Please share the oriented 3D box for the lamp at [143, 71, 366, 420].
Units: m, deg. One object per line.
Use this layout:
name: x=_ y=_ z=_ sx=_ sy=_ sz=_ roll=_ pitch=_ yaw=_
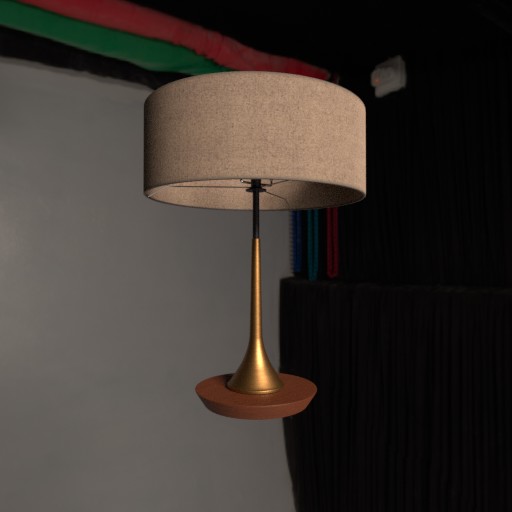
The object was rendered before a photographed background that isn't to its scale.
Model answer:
lamp: x=0.000 y=0.000 z=0.840 sx=0.417 sy=0.551 sz=0.396 roll=1 pitch=-1 yaw=-37
